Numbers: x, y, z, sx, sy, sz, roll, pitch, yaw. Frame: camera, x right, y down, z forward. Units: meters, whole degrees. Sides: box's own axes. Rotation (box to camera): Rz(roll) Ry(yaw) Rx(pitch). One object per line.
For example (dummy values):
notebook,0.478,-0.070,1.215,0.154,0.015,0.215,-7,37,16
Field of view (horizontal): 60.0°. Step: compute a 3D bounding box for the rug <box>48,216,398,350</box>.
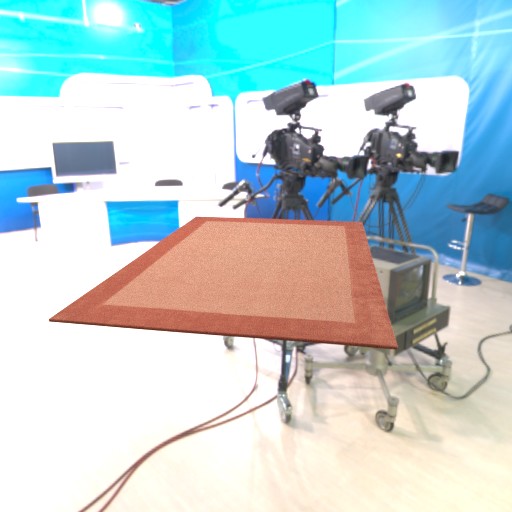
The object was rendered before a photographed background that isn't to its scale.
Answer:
rug,0.000,0.000,2.364,1.219,0.014,1.829,3,17,9
